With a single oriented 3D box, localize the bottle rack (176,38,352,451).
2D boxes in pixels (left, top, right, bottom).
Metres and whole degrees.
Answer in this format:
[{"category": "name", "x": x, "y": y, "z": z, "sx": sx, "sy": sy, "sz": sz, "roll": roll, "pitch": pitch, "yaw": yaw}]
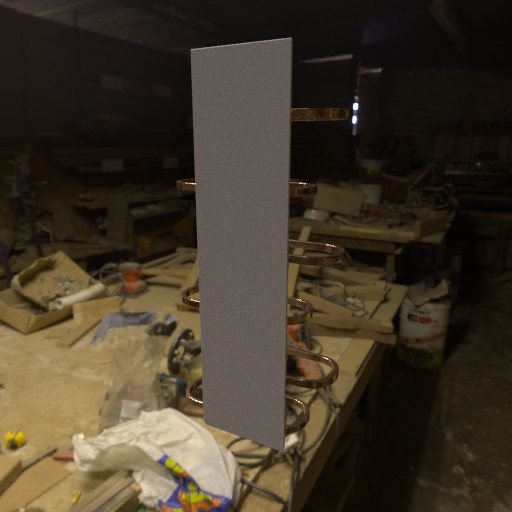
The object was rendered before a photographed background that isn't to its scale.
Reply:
[{"category": "bottle rack", "x": 0.000, "y": 0.000, "z": 0.830, "sx": 0.332, "sy": 0.709, "sz": 0.118, "roll": 8, "pitch": 17, "yaw": 28}]
